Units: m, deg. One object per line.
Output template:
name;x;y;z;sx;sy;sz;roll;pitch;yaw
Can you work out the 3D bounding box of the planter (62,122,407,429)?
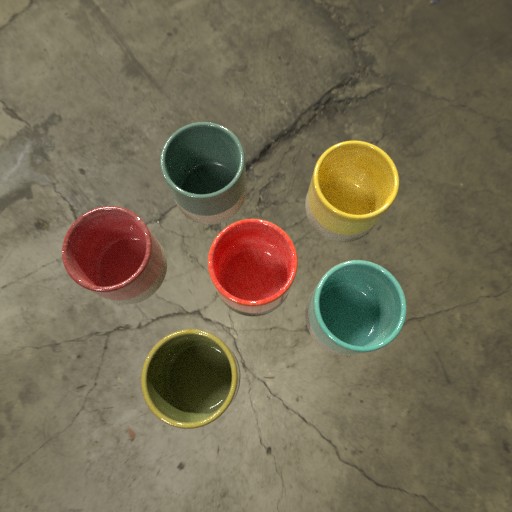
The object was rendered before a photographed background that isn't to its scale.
planter;0.000;0.000;0.406;0.286;0.075;0.257;-36;78;-9
